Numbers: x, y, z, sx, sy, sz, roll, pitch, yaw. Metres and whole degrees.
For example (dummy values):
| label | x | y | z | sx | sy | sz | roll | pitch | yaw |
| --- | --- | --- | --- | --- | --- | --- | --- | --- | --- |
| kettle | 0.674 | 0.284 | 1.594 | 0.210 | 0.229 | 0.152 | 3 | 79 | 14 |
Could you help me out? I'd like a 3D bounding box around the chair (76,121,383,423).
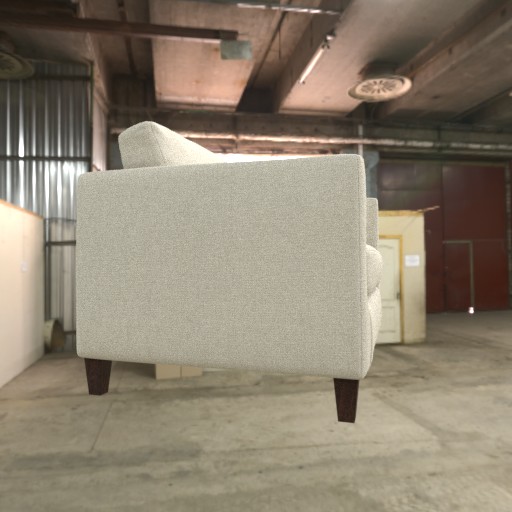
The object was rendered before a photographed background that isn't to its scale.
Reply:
| label | x | y | z | sx | sy | sz | roll | pitch | yaw |
| --- | --- | --- | --- | --- | --- | --- | --- | --- | --- |
| chair | 0.000 | 0.000 | 1.757 | 0.959 | 0.919 | 0.996 | 0 | -1 | 18 |
